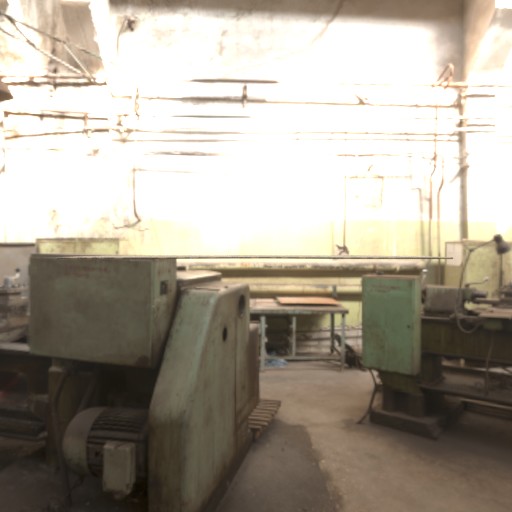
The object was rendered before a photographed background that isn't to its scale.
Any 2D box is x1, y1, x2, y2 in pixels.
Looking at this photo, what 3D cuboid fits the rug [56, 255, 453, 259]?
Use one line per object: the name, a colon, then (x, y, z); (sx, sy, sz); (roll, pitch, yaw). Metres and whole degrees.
rug: (0.000, 0.000, 2.755); (1.522, 0.013, 2.133); (0, 0, 0)
